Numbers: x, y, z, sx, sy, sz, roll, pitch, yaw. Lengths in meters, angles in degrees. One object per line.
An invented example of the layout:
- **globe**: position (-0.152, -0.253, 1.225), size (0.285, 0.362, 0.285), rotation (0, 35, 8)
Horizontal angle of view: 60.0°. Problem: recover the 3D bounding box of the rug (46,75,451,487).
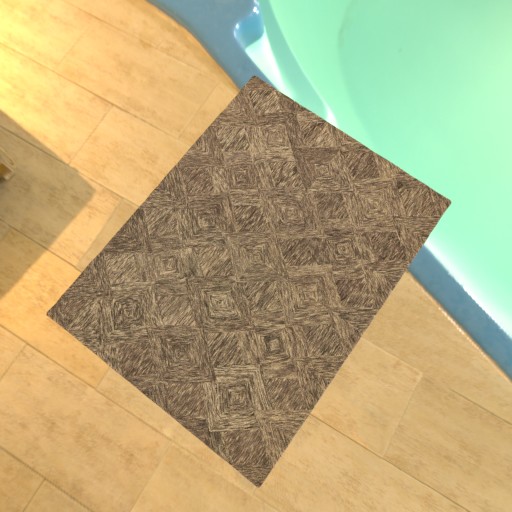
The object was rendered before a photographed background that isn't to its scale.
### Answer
- **rug**: position (0.000, 0.000, 4.218), size (2.448, 0.017, 3.204), rotation (36, 78, 9)
